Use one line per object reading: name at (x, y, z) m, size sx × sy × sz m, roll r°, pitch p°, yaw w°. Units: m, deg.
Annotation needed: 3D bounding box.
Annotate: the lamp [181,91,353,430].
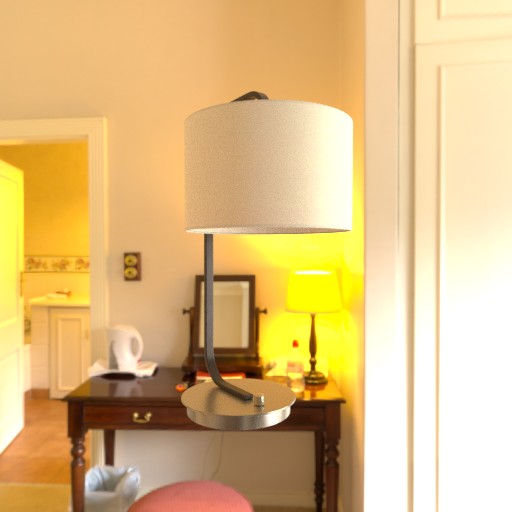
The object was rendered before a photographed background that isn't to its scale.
lamp at (0.000, 0.000, 0.640) m, size 0.230 × 0.473 × 0.288 m, roll 0°, pitch 1°, yaw -35°
